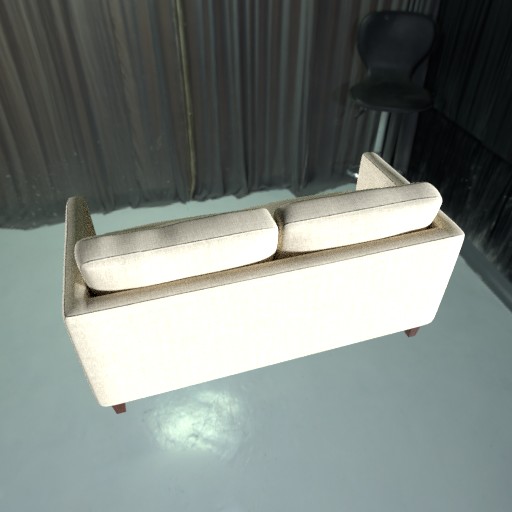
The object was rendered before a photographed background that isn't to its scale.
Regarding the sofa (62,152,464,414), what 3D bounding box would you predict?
[{"bbox_3d":[0.000,0.000,2.444,1.884,0.963,0.950,-11,41,-13],"label":"sofa"}]
